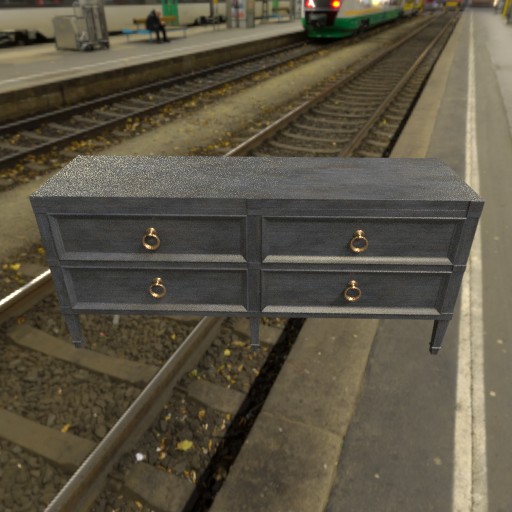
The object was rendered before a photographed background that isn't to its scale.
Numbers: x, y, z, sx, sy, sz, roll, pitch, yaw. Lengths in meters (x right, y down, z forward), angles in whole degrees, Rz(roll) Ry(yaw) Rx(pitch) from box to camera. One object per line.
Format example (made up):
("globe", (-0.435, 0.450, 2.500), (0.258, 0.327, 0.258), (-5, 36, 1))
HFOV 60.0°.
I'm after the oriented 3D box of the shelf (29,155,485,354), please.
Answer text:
("shelf", (0.000, 0.000, 1.903), (1.575, 0.719, 0.479), (1, 30, 1))
